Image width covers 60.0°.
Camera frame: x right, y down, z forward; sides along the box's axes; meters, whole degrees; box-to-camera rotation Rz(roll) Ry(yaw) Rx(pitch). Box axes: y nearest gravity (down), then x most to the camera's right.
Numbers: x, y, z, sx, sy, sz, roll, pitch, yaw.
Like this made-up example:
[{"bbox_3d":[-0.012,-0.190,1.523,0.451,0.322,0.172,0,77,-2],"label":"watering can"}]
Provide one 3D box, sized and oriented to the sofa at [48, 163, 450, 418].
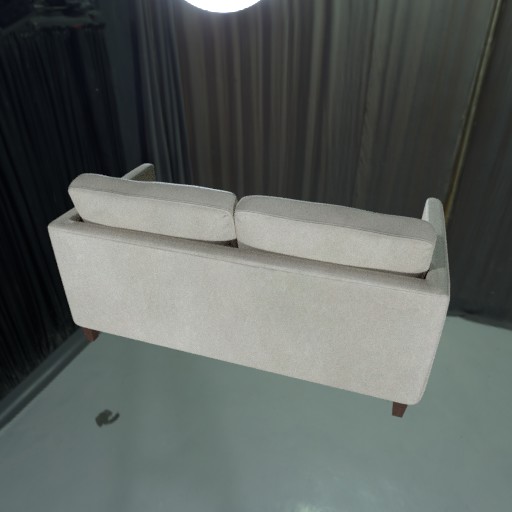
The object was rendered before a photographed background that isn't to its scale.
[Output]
[{"bbox_3d":[0.000,0.000,2.393,1.846,0.940,0.950,10,33,15],"label":"sofa"}]
